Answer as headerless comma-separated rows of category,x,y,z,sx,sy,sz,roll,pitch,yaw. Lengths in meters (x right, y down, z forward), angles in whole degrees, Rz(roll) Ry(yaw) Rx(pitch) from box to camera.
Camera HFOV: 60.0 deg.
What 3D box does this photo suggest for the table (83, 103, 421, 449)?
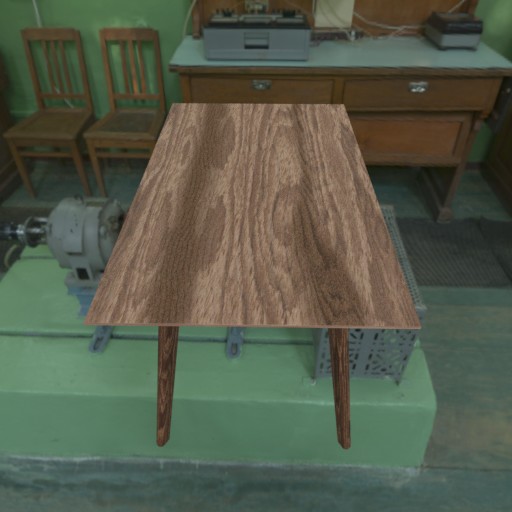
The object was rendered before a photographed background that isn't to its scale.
table,0.000,0.000,1.797,0.801,0.724,1.349,1,40,1
